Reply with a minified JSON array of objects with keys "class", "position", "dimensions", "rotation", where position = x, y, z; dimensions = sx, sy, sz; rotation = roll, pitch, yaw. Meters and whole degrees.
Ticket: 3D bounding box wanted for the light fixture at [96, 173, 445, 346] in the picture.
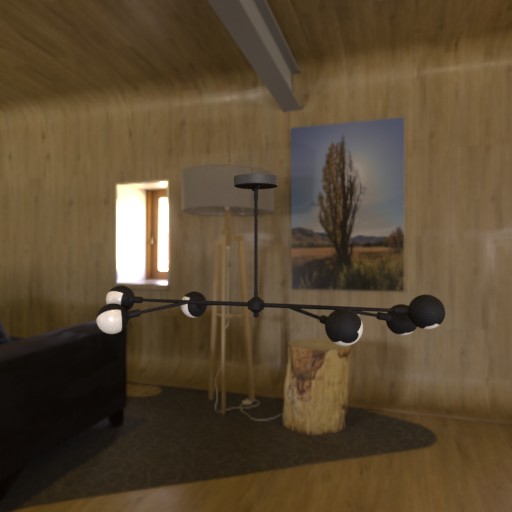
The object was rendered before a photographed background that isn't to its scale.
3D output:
[{"class":"light fixture","position":[0.000,0.000,1.022],"dimensions":[0.778,0.362,0.434],"rotation":[0,1,34]}]
